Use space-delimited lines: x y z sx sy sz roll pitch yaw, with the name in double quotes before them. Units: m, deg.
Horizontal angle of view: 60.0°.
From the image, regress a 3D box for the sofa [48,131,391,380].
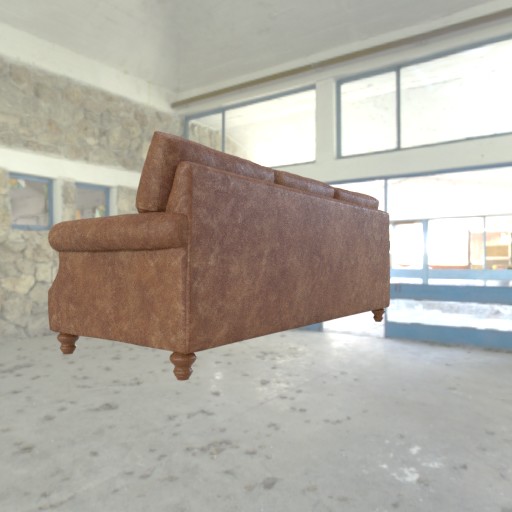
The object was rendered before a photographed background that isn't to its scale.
"sofa" 0.000 0.000 2.789 0.973 0.977 2.351 -1 -1 36
